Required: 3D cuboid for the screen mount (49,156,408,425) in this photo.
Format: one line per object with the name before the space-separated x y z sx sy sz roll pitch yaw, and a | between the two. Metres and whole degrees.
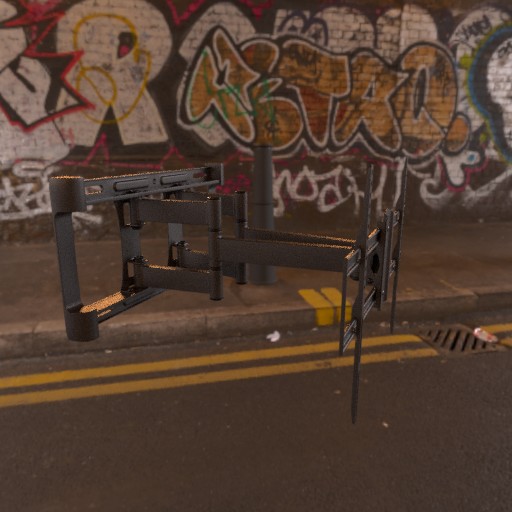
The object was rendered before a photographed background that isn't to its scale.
screen mount | 0.000 0.000 1.119 0.644 0.491 0.661 7 16 25
